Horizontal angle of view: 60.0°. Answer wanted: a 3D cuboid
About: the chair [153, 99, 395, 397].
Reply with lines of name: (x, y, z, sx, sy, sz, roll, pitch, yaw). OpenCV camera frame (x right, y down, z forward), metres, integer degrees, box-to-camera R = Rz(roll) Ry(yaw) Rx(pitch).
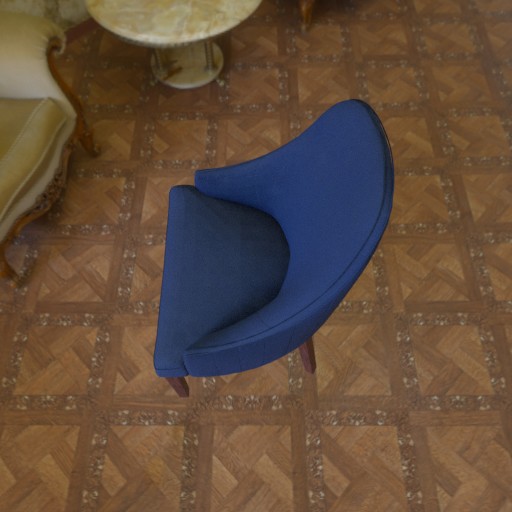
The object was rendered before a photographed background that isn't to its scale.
chair: (0.000, 0.000, 1.301, 0.575, 0.889, 0.643, -1, 60, -1)
